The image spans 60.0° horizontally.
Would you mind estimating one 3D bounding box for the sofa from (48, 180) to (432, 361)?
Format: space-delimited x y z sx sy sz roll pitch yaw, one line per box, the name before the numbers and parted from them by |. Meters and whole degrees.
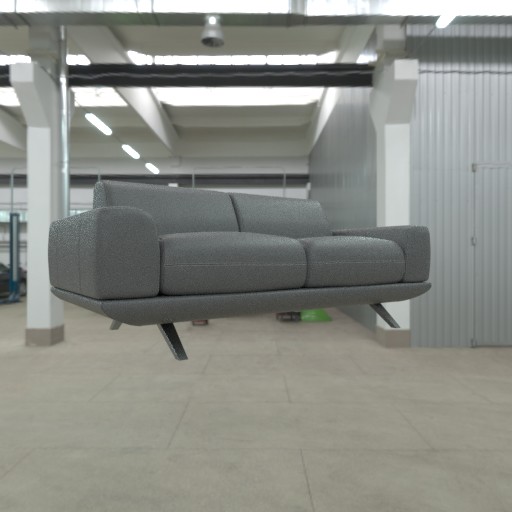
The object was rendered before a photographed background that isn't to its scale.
sofa | 0.000 0.000 2.368 1.901 0.772 0.900 0 0 -35
